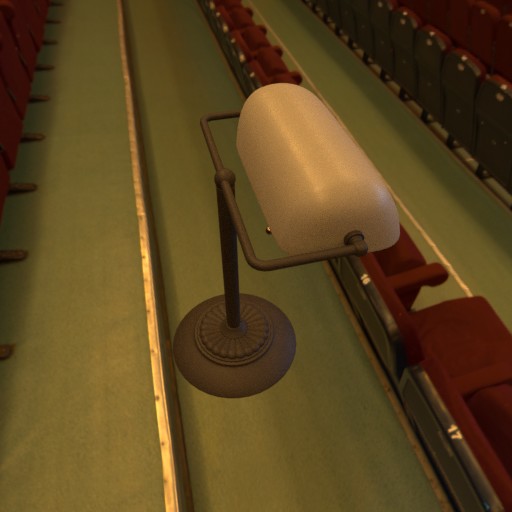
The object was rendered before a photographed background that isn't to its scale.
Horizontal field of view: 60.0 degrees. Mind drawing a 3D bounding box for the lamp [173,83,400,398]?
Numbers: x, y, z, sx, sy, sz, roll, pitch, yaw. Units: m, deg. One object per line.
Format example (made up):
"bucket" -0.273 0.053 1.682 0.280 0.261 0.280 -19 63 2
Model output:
"lamp" 0.000 0.000 0.532 0.243 0.339 0.264 -10 47 -10
